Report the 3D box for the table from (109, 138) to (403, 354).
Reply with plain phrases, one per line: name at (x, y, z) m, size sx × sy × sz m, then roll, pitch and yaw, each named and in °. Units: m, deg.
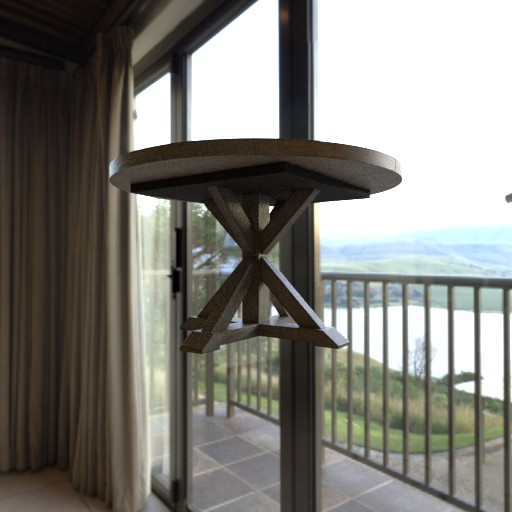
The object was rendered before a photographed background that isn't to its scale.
table at (0.000, 0.000, 2.161) m, size 1.363 × 0.781 × 1.363 m, roll 0°, pitch 0°, yaw 0°
